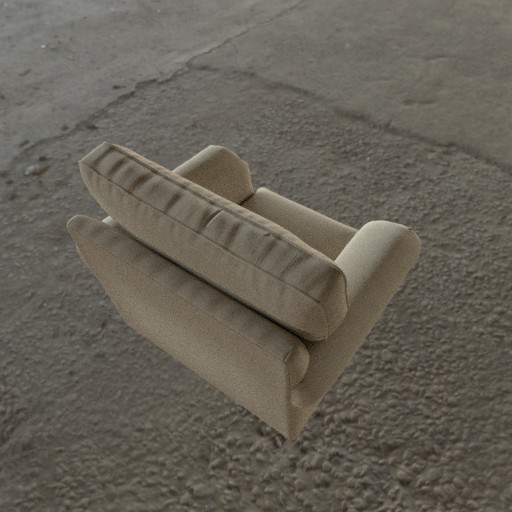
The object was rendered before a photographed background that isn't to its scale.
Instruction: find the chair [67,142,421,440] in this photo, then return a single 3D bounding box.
[{"bbox_3d":[0.000,0.000,1.800,1.092,0.961,0.965,28,53,24],"label":"chair"}]
